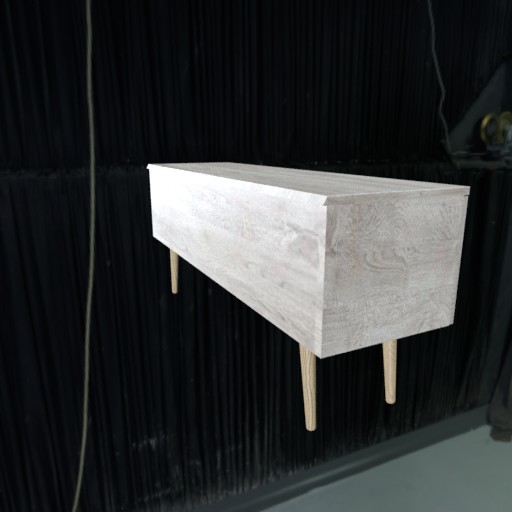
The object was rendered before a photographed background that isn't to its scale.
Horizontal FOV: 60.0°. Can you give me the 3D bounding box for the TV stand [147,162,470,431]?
[{"bbox_3d":[0.000,0.000,1.507,0.401,0.565,1.313,-7,16,-26],"label":"TV stand"}]
